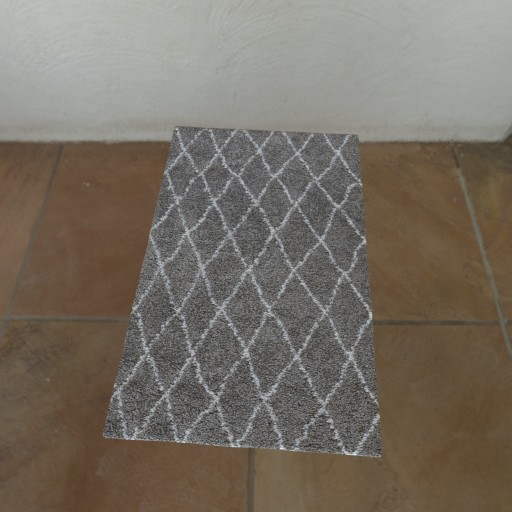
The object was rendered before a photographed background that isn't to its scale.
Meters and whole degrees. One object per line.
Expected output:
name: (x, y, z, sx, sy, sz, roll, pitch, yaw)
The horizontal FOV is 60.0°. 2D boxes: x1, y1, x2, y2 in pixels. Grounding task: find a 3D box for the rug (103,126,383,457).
rug: (0.000, 0.000, 3.036, 1.524, 0.030, 2.438, 3, 58, 2)
